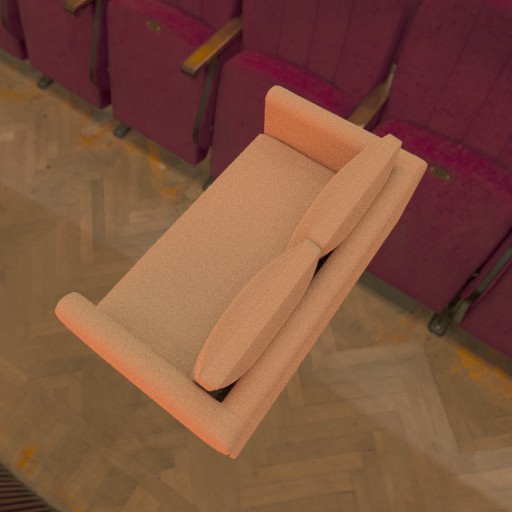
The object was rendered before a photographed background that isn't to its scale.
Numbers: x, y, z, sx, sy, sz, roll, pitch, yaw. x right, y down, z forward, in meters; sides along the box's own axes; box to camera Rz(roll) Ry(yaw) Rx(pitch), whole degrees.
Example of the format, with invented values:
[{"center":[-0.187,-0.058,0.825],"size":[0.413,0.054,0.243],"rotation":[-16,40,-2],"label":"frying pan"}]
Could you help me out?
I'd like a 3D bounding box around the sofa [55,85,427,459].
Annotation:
[{"center":[0.000,0.000,2.162],"size":[0.905,0.873,1.598],"rotation":[33,68,16],"label":"sofa"}]
